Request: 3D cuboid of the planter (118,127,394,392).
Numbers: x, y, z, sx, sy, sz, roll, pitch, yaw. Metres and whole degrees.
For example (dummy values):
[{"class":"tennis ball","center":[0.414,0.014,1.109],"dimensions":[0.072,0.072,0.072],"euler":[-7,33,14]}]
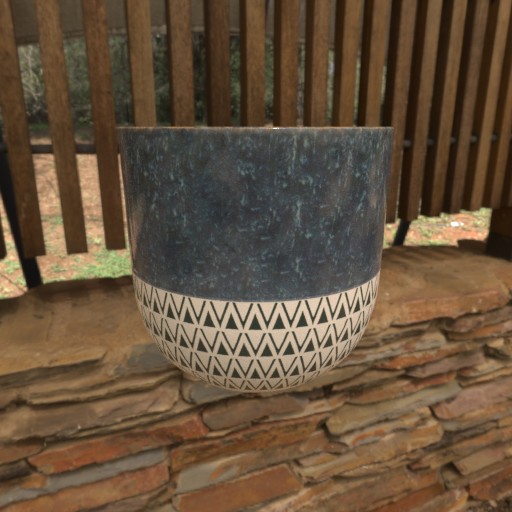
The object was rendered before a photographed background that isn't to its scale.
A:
[{"class":"planter","center":[0.000,0.000,0.482],"dimensions":[0.266,0.270,0.266],"euler":[0,16,0]}]
